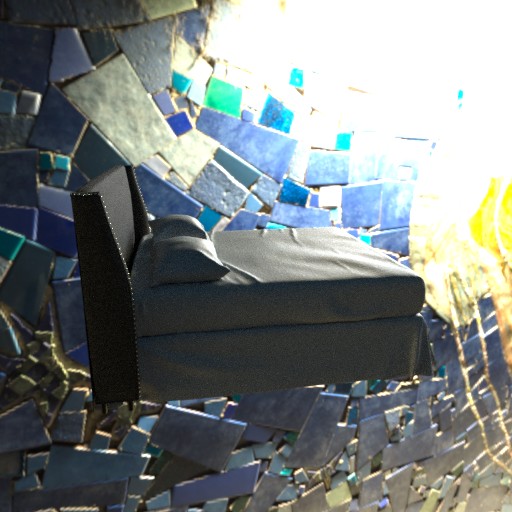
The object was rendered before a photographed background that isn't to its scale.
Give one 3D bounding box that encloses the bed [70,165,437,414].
[{"bbox_3d":[0.000,0.000,3.494,2.276,1.332,1.925,-3,16,-10],"label":"bed"}]
